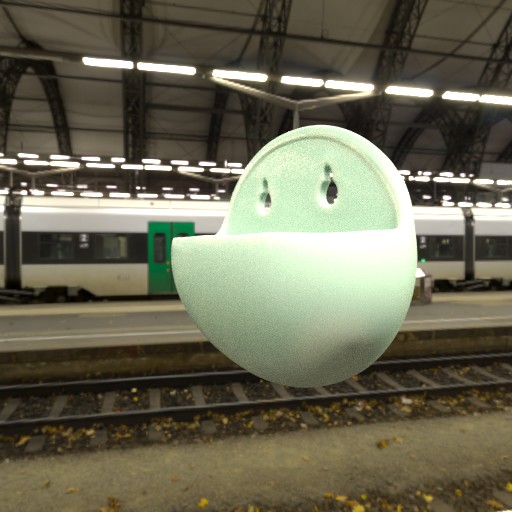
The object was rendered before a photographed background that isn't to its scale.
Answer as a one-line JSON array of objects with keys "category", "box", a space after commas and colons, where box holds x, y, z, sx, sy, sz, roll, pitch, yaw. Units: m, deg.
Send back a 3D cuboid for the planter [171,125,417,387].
[{"category": "planter", "box": [0.000, 0.000, 0.272, 0.073, 0.164, 0.189, 0, 1, -35]}]
